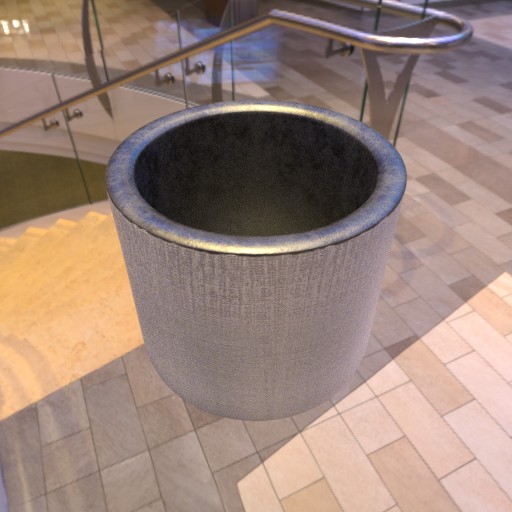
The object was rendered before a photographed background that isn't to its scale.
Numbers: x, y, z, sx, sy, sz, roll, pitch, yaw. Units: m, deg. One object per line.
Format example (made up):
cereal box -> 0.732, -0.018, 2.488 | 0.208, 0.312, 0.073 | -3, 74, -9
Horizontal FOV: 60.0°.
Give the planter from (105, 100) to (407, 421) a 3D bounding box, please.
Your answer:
planter -> 0.000, 0.000, 0.222 | 0.125, 0.112, 0.125 | 0, 41, 0
